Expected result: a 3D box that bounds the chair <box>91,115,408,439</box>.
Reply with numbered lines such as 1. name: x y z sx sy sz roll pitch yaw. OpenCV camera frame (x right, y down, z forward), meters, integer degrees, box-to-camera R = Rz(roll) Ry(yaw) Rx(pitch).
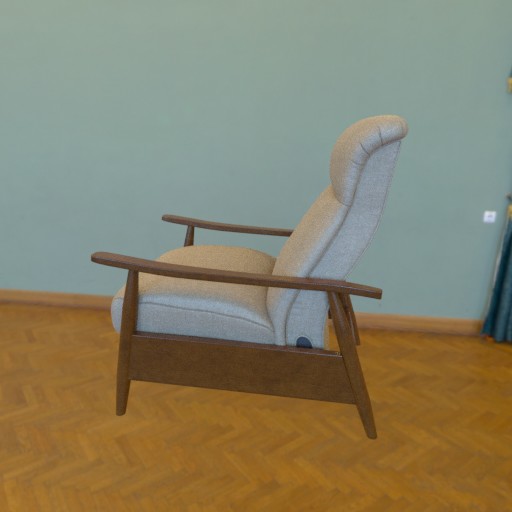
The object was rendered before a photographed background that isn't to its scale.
1. chair: 0.000 0.000 1.807 1.030 1.082 0.762 2 16 8
